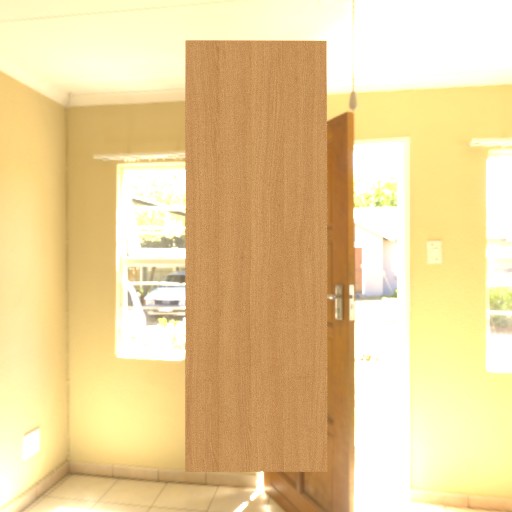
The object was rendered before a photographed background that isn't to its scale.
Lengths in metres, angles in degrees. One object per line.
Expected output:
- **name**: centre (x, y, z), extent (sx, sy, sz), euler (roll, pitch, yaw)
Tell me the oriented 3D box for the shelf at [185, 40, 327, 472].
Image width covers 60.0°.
- **shelf**: centre (0.000, 0.000, 1.003), extent (0.290, 0.882, 0.197), euler (0, 0, 0)
